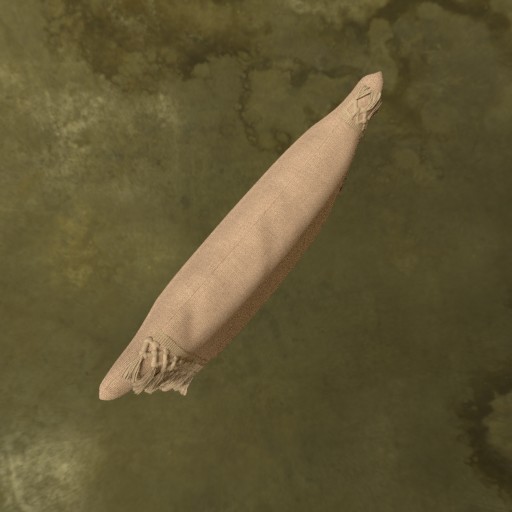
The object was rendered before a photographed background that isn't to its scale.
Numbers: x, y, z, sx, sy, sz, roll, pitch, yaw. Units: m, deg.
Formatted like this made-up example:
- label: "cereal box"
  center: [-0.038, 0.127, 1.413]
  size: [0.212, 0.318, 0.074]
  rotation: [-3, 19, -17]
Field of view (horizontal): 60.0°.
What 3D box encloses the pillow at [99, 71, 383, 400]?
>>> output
- label: "pillow"
  center: [0.000, 0.000, 0.604]
  size: [0.084, 0.305, 0.466]
  rotation: [38, 78, 10]
